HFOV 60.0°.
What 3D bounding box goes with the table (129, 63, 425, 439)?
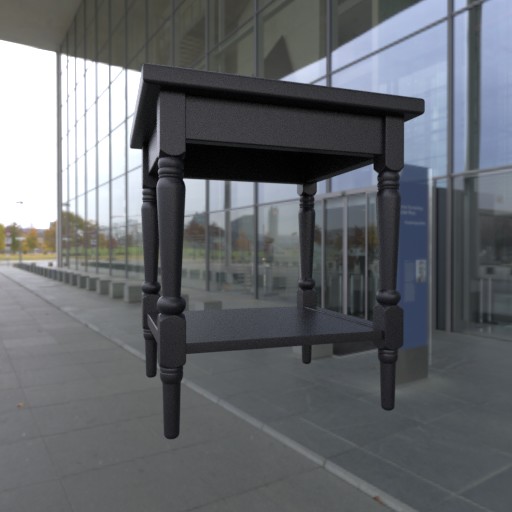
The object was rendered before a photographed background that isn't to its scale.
[{"bbox_3d":[0.000,0.000,0.924,0.488,0.565,0.442,0,1,-18],"label":"table"}]
